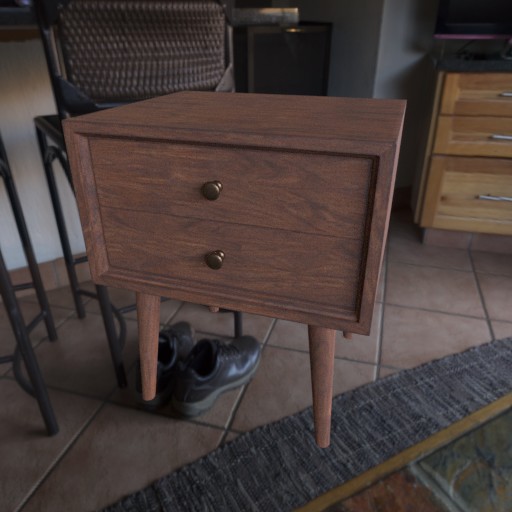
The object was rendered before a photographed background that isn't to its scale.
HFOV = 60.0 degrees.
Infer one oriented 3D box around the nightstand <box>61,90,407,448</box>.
[{"bbox_3d":[0.000,0.000,0.953,0.521,0.607,0.445,9,28,17],"label":"nightstand"}]
